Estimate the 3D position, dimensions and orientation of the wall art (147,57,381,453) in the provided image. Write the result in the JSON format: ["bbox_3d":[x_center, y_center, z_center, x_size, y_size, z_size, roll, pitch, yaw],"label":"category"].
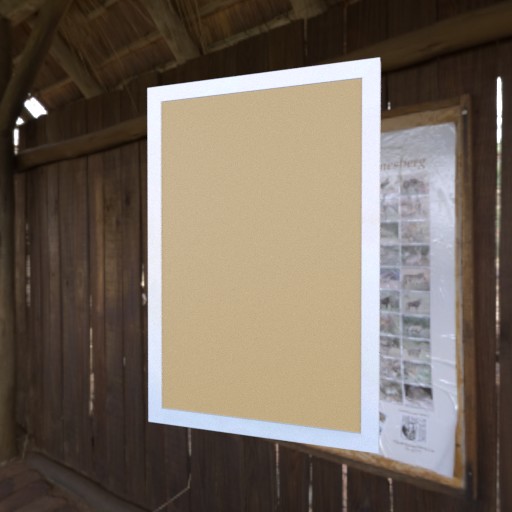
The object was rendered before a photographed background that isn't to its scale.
[{"bbox_3d":[0.000,0.000,1.137,0.612,0.915,0.039,0,1,18],"label":"wall art"}]
